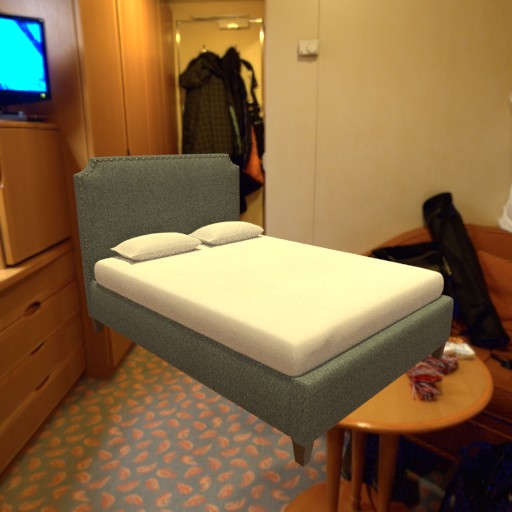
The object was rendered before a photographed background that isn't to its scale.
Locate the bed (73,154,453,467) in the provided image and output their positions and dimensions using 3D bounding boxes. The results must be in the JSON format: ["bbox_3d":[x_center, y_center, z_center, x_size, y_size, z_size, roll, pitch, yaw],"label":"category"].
[{"bbox_3d":[0.000,0.000,3.362,1.712,1.443,2.372,-14,20,-43],"label":"bed"}]
